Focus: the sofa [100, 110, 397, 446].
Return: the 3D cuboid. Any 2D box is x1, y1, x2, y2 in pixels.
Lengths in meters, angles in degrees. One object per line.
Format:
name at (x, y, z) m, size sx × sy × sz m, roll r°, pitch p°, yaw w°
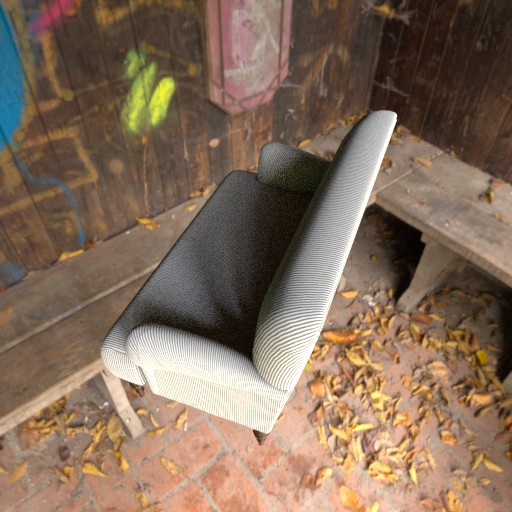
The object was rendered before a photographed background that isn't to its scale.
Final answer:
sofa at (0.000, 0.000, 1.824) m, size 0.779 × 0.889 × 1.297 m, roll 16°, pitch 48°, yaw 15°
